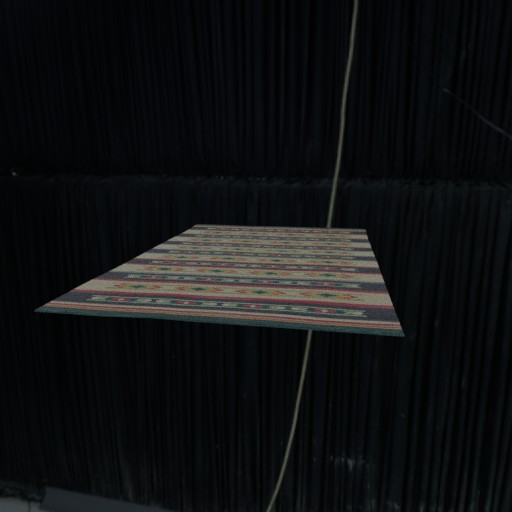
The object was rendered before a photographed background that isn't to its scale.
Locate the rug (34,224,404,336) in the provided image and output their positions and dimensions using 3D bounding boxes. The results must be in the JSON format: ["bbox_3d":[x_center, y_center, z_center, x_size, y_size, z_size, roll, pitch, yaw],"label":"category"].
[{"bbox_3d":[0.000,0.000,2.872,1.522,0.010,2.311,2,14,10],"label":"rug"}]
